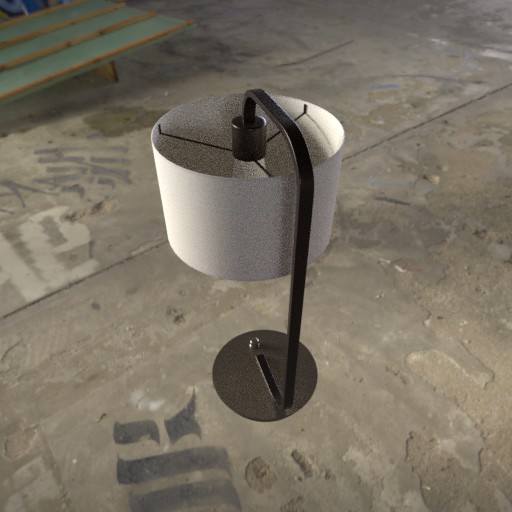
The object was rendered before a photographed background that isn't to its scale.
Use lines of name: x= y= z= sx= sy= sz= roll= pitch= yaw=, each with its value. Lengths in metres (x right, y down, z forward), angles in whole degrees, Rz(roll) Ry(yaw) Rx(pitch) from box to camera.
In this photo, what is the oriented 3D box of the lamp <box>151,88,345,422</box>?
lamp: x=0.000 y=0.000 z=0.629 sx=0.230 sy=0.473 sz=0.288 roll=-13 pitch=42 yaw=-14
